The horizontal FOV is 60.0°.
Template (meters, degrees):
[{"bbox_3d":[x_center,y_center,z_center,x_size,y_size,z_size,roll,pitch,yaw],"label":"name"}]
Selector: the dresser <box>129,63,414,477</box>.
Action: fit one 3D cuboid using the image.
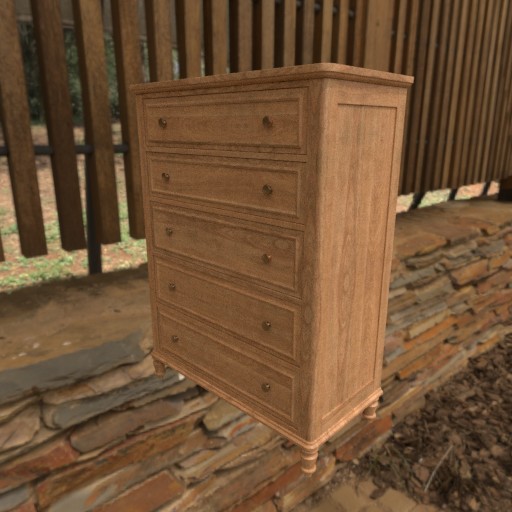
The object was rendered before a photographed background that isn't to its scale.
[{"bbox_3d":[0.000,0.000,1.795,0.973,1.318,0.484,15,22,42],"label":"dresser"}]
